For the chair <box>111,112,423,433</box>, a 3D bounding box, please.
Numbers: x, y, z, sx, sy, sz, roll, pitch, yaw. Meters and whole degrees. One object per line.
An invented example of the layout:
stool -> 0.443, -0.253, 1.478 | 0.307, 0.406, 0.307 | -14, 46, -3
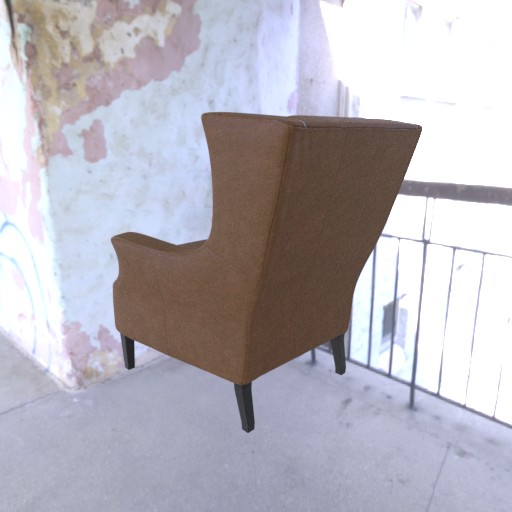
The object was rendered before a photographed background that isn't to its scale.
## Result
chair -> 0.000, 0.000, 1.692 | 0.852, 1.016, 0.925 | -14, 21, -42
